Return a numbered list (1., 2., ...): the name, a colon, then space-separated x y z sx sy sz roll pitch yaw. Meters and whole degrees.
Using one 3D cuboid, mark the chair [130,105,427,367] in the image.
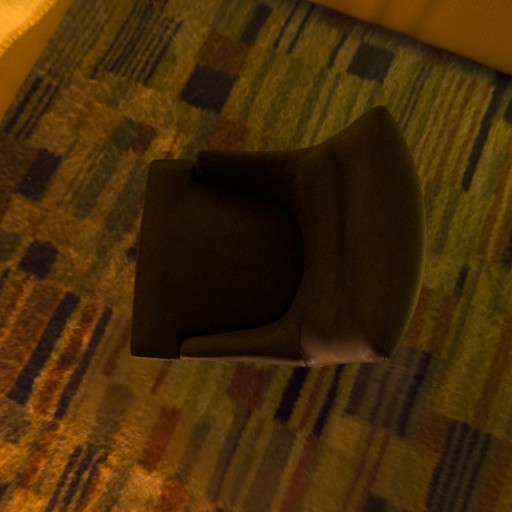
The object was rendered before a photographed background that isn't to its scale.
1. chair: 0.000 0.000 1.540 0.874 0.870 0.738 2 77 1
